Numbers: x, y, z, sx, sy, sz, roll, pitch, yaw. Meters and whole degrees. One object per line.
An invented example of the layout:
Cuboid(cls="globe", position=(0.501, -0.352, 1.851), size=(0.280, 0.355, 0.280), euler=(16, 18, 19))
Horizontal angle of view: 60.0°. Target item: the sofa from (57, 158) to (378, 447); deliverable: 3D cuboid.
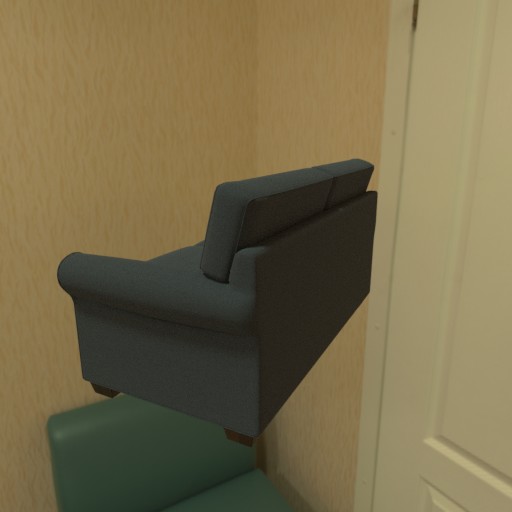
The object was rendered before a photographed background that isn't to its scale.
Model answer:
Cuboid(cls="sofa", position=(0.000, 0.000, 2.516), size=(0.940, 1.020, 1.930), euler=(8, 17, 26))
